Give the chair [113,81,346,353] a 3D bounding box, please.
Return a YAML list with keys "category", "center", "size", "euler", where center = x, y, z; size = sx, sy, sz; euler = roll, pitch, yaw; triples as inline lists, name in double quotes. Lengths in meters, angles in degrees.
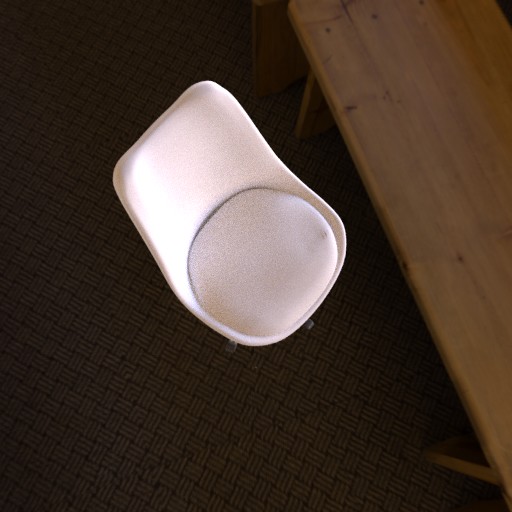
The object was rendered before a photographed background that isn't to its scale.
- category: "chair"
  center: [0.000, 0.000, 1.317]
  size: [0.550, 0.930, 0.550]
  euler: [38, 79, 9]
